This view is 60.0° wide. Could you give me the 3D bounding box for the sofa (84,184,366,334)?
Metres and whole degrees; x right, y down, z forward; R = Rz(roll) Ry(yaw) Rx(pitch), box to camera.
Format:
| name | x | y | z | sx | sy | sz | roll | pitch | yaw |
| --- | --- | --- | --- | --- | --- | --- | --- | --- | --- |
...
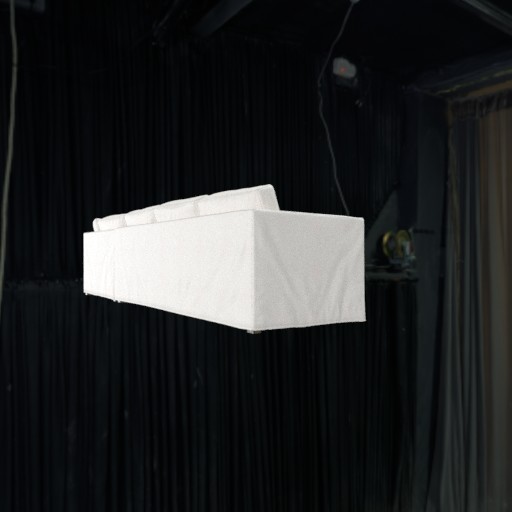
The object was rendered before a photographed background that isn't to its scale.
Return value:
| name | x | y | z | sx | sy | sz | roll | pitch | yaw |
| --- | --- | --- | --- | --- | --- | --- | --- | --- | --- |
| sofa | 0.000 | 0.000 | 4.365 | 2.432 | 0.871 | 3.182 | 0 | 0 | -37 |
